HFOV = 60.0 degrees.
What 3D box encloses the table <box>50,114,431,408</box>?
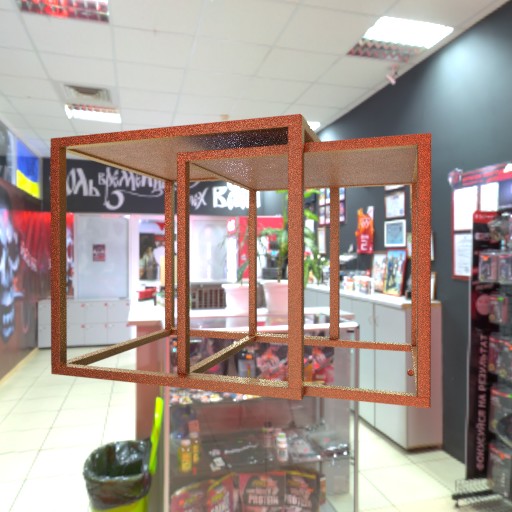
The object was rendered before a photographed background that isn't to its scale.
[{"bbox_3d":[0.000,0.000,1.069,0.762,0.505,0.505,0,0,18],"label":"table"}]
